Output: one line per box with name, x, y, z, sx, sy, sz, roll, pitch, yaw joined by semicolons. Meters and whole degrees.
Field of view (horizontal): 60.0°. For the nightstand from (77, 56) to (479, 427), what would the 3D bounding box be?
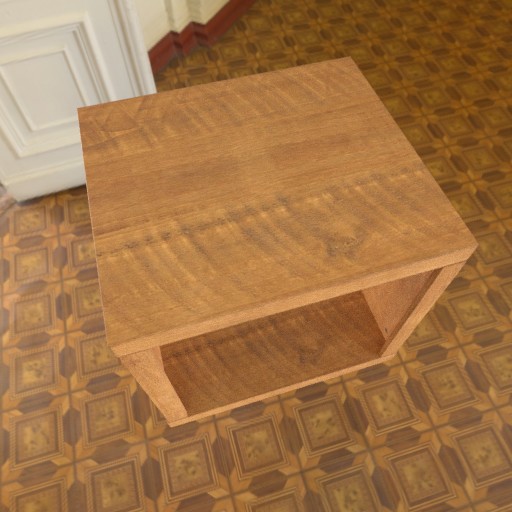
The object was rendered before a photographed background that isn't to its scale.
nightstand;0.000;0.000;0.869;0.493;0.491;0.436;-14;59;-9
